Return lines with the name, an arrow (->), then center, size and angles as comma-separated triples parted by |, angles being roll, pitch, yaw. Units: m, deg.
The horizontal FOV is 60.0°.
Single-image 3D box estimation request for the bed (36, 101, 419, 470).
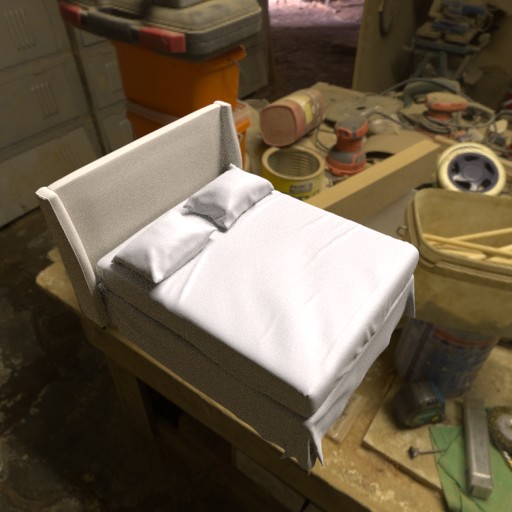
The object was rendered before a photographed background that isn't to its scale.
bed -> 0.000, 0.000, 3.425 | 2.276, 1.332, 1.925 | 26, 48, 26
